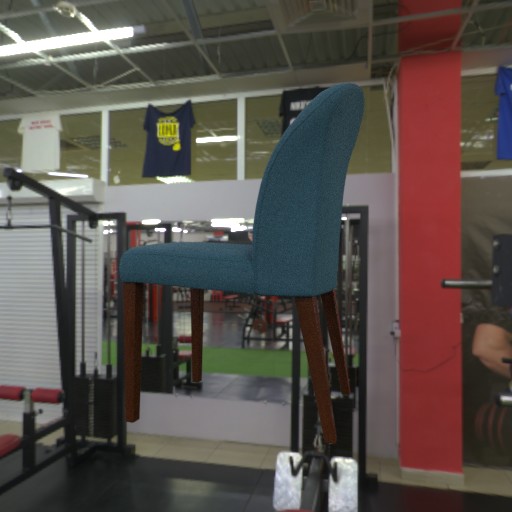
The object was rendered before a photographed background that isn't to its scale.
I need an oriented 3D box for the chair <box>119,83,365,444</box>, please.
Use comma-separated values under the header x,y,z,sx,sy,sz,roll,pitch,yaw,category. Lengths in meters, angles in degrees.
x,y,z,sx,sy,sz,roll,pitch,yaw,category
0.000,0.000,1.295,0.620,0.879,0.507,0,-1,16,chair
